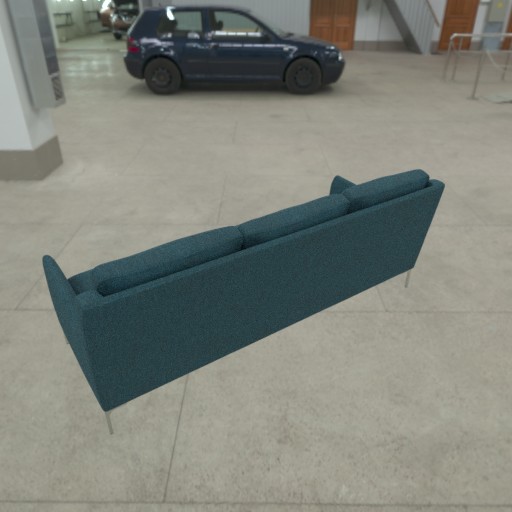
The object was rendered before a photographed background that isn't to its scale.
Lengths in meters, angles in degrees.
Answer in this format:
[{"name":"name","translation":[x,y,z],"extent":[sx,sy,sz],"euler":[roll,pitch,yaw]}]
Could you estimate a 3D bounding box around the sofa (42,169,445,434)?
[{"name":"sofa","translation":[0.000,0.000,2.469],"extent":[2.060,0.837,0.849],"euler":[-19,36,-30]}]
